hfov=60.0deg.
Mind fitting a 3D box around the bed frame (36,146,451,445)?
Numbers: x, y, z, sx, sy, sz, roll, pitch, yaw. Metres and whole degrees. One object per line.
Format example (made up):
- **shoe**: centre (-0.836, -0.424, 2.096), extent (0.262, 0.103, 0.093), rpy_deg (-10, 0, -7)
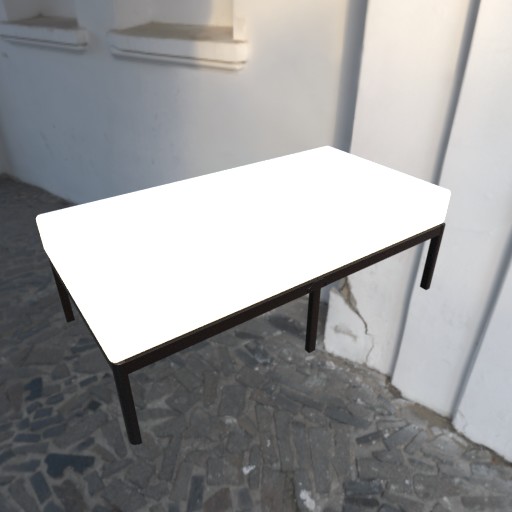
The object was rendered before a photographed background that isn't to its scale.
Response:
- **bed frame**: centre (0.000, 0.000, 2.468), extent (1.950, 0.659, 1.023), rpy_deg (-20, 37, -29)
